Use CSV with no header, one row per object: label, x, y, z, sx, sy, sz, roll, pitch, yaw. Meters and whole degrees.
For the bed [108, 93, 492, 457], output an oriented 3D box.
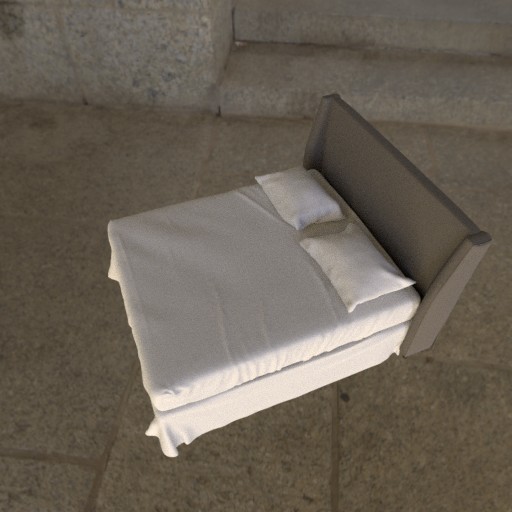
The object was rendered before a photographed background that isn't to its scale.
bed,0.000,0.000,3.388,2.276,1.332,1.925,-17,50,-15
